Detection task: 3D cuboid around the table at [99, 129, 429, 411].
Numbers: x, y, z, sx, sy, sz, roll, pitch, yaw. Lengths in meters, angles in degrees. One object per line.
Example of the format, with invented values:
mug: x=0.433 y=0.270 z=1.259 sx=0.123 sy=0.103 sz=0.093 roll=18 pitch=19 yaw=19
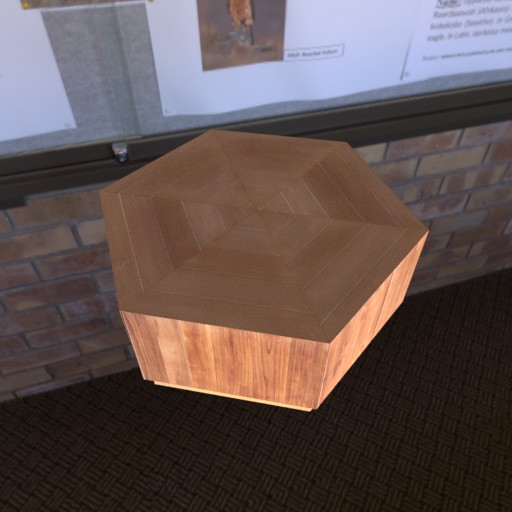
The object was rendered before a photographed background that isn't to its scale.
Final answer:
table: x=0.000 y=0.000 z=1.690 sx=1.000 sy=0.456 sz=1.154 roll=31 pitch=53 yaw=27
